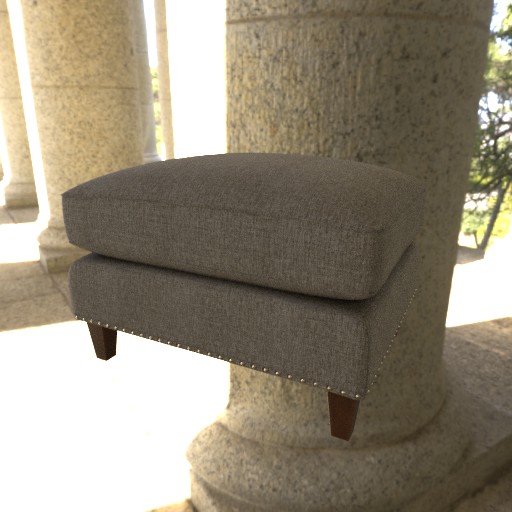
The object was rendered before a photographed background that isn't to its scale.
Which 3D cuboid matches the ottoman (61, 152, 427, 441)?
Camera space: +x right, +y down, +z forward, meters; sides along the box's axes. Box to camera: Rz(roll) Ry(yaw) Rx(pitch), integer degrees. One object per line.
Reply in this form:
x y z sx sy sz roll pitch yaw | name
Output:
0.000 0.000 1.145 0.741 0.513 0.584 9 20 26 | ottoman
